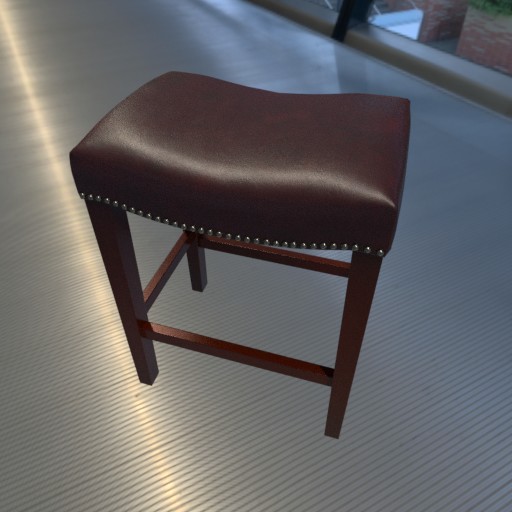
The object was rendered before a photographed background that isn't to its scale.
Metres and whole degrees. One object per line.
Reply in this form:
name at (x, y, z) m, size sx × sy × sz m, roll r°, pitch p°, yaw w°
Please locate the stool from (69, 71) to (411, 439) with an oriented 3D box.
stool at (0.000, 0.000, 0.948) m, size 0.504 × 0.657 × 0.372 m, roll 12°, pitch 43°, yaw 13°
